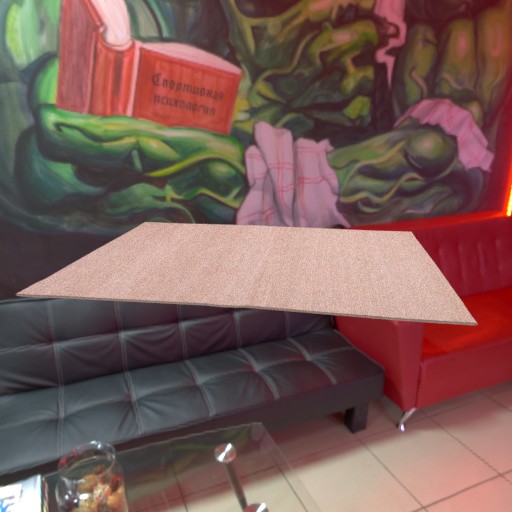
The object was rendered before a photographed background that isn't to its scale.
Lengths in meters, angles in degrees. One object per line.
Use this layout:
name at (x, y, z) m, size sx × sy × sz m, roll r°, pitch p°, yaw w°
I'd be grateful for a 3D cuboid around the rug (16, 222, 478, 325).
rug at (0.000, 0.000, 4.140) m, size 3.202 × 0.045 × 2.434 m, roll 3°, pitch 17°, yaw 9°
